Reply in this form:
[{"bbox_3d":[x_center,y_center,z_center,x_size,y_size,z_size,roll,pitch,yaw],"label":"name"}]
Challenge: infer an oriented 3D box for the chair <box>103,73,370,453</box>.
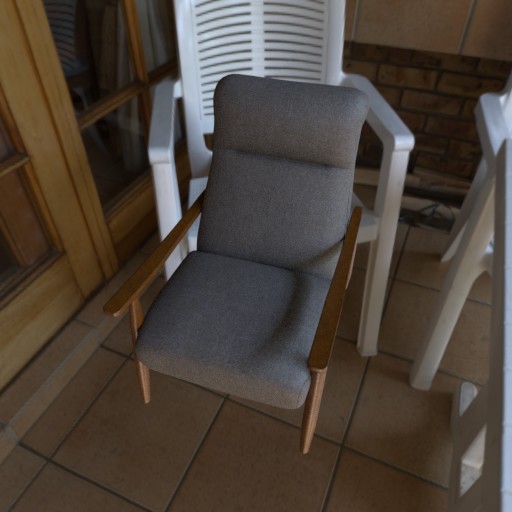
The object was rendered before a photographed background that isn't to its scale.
[{"bbox_3d":[0.000,0.000,1.803,0.762,1.081,1.014,12,44,13],"label":"chair"}]
